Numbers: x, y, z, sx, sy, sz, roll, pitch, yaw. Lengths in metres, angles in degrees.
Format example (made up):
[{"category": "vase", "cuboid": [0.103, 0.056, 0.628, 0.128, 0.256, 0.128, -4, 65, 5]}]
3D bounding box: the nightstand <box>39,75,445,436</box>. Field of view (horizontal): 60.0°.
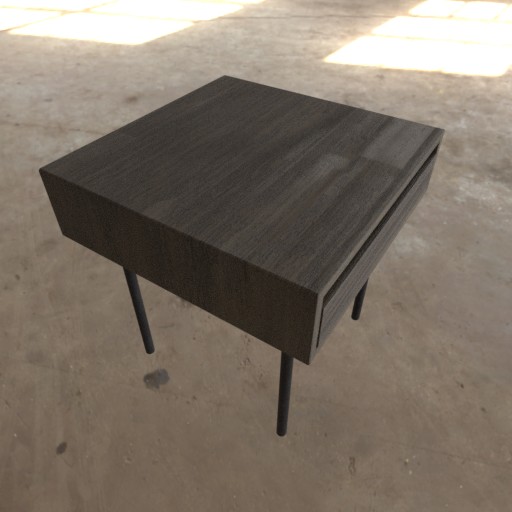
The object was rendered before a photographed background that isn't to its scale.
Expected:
[{"category": "nightstand", "cuboid": [0.000, 0.000, 0.923, 0.503, 0.497, 0.502, 24, 47, 24]}]
